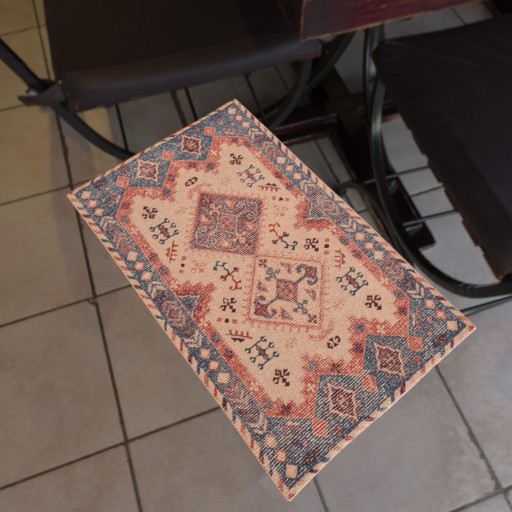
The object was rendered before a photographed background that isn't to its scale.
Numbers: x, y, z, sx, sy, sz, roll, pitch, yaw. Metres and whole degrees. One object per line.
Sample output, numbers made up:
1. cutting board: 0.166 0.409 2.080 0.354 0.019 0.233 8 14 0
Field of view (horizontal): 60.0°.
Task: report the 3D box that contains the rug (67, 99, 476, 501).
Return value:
1. rug: 0.000 0.000 2.949 1.521 0.023 2.464 -35 68 -16
